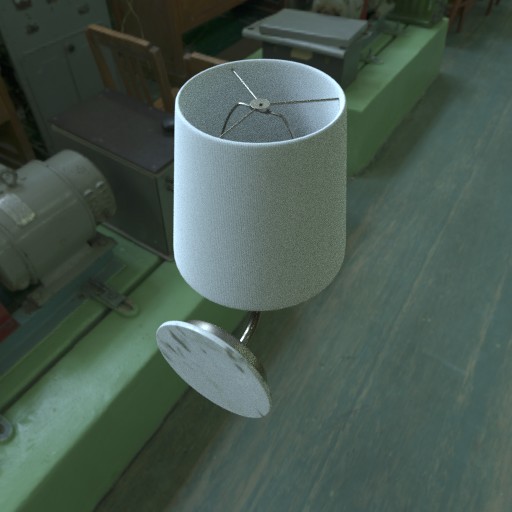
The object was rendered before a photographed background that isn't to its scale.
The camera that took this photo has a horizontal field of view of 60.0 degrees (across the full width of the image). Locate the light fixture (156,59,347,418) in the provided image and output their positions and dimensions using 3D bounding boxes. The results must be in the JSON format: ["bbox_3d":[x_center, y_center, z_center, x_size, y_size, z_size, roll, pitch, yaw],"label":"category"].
[{"bbox_3d":[0.000,0.000,0.449,0.168,0.337,0.188,24,52,20],"label":"light fixture"}]
